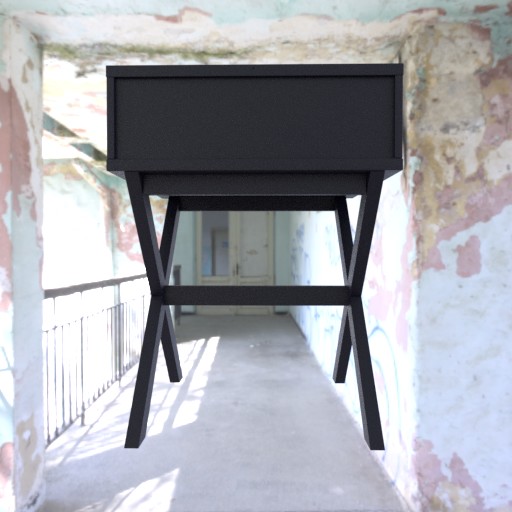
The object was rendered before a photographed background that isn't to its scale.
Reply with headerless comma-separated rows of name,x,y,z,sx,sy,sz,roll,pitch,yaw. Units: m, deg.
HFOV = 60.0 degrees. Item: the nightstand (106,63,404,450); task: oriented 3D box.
nightstand,0.000,0.000,0.917,0.479,0.623,0.402,0,1,1
